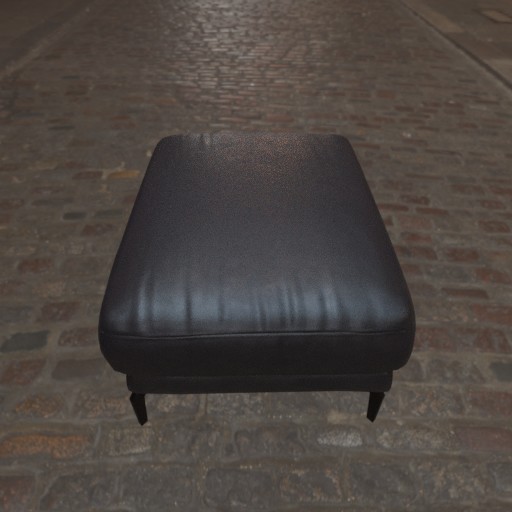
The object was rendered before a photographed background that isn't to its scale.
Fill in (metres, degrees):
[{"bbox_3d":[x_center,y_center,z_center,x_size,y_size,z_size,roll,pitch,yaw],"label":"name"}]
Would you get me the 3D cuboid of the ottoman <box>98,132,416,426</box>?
[{"bbox_3d":[0.000,0.000,1.109,0.570,0.402,0.764,-1,40,-1],"label":"ottoman"}]
